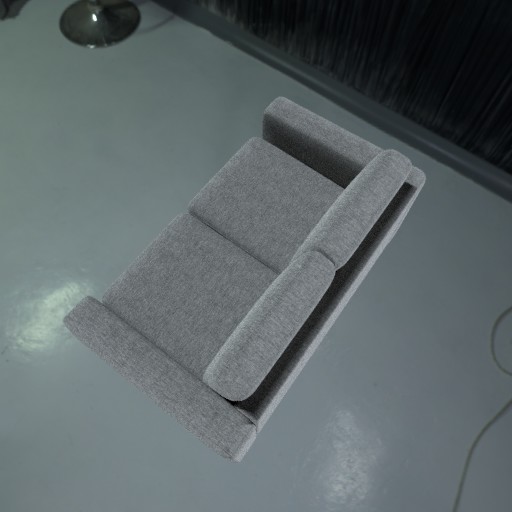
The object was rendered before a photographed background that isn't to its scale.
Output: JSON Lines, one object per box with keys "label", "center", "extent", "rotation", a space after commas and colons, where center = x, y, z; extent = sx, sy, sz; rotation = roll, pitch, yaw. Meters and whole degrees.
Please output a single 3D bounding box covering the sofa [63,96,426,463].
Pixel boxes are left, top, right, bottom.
{"label": "sofa", "center": [0.000, 0.000, 2.046], "extent": [0.900, 0.800, 1.520], "rotation": [33, 68, 15]}
